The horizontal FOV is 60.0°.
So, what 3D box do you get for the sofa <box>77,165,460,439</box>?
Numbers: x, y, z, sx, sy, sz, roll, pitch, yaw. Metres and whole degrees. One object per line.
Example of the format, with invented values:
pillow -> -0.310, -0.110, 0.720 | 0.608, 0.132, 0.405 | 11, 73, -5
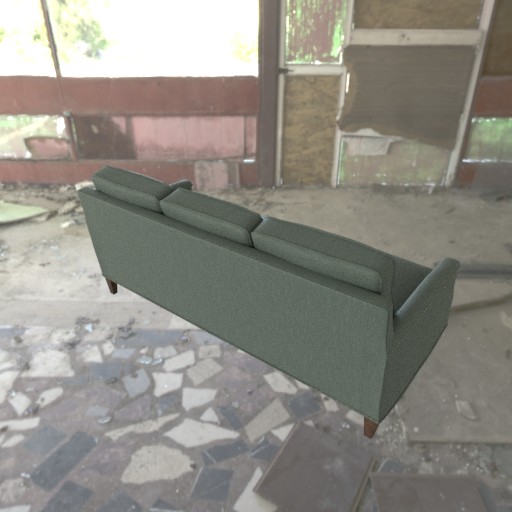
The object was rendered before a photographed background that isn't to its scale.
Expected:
sofa -> 0.000, 0.000, 2.851 | 2.246, 1.003, 1.084 | 21, 35, 33
